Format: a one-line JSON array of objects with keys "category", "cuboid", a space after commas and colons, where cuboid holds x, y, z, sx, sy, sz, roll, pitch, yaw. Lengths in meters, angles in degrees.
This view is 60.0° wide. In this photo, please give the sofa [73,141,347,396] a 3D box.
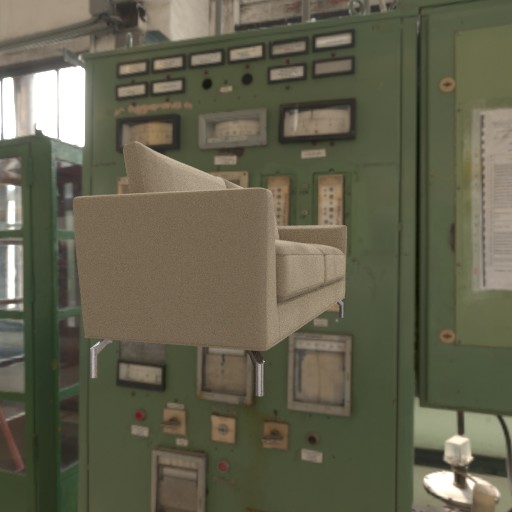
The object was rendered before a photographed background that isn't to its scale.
[{"category": "sofa", "cuboid": [0.000, 0.000, 2.733, 0.868, 1.005, 2.214, 0, 0, 19]}]
